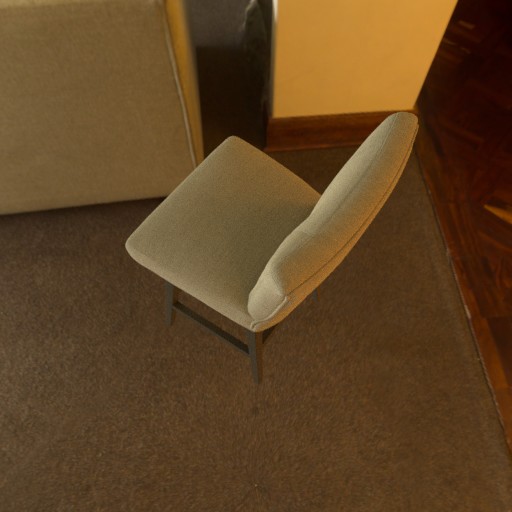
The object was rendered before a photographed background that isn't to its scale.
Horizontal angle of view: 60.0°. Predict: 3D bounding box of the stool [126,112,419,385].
[{"bbox_3d":[0.000,0.000,1.389,0.574,1.086,0.514,33,67,16],"label":"stool"}]
